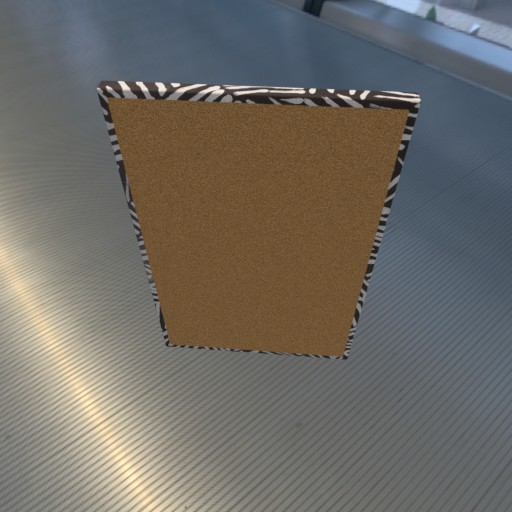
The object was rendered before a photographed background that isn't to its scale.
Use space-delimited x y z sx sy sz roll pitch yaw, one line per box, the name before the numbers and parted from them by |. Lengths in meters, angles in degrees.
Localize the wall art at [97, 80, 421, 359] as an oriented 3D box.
wall art | 0.000 0.000 1.177 0.615 0.918 0.035 3 47 3
